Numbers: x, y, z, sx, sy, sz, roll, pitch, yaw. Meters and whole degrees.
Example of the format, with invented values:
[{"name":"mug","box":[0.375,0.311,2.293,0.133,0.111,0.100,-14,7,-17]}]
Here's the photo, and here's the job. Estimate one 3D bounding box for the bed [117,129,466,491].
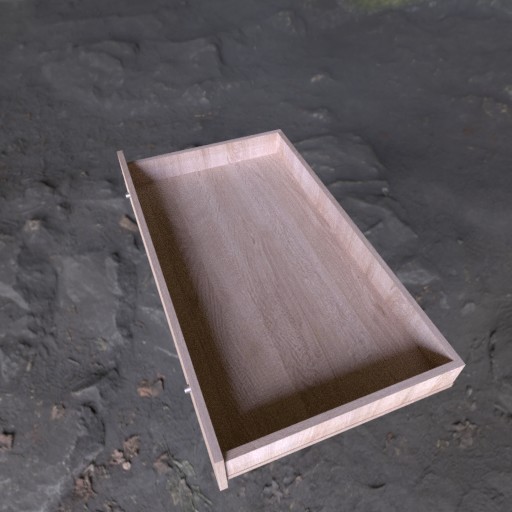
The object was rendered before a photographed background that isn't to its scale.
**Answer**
[{"name":"bed","box":[0.000,0.000,1.454,0.685,0.209,1.200,-16,50,-14]}]
